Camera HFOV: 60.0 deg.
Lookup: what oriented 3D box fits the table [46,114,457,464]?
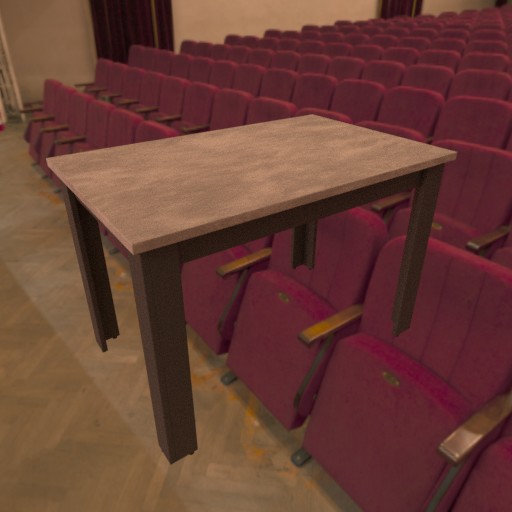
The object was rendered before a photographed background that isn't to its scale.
[{"bbox_3d":[0.000,0.000,1.582,1.100,0.734,0.700,-19,35,-30],"label":"table"}]
